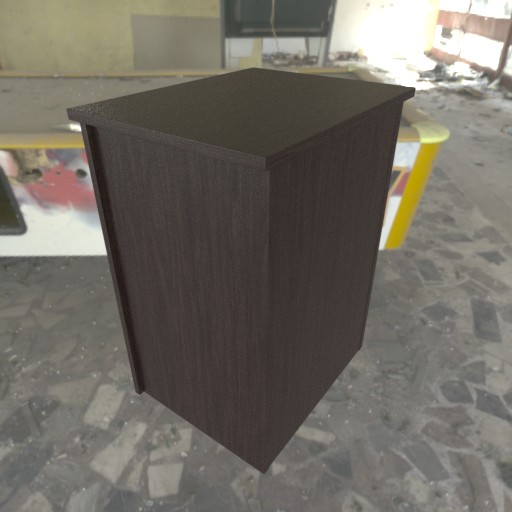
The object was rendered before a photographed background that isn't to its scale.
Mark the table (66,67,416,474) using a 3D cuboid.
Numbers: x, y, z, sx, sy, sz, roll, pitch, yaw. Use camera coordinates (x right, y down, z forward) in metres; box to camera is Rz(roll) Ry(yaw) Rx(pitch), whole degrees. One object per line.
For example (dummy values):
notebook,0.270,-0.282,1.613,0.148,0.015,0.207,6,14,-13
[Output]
table,0.000,0.000,0.918,0.381,0.635,0.480,21,38,30
